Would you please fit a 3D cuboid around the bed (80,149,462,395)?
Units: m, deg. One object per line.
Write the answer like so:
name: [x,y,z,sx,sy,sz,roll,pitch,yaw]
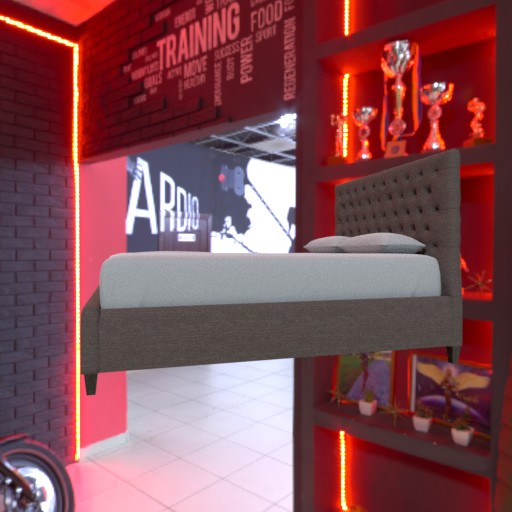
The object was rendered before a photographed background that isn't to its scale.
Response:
bed: [0.000,0.000,3.402,2.387,1.427,1.698,0,1,-17]
